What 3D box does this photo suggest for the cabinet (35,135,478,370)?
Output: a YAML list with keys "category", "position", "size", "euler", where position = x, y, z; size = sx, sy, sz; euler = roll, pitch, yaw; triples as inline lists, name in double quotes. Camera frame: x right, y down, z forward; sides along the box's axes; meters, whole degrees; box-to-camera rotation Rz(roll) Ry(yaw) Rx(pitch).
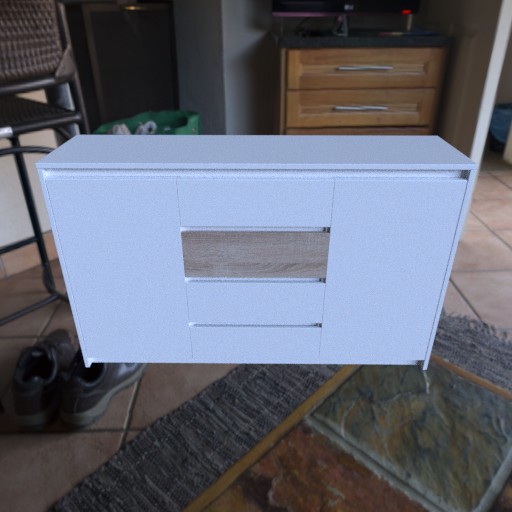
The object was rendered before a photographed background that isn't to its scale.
- category: "cabinet"
  position: [0.000, 0.000, 1.835]
  size: [1.450, 0.900, 0.380]
  euler: [0, 29, 1]
